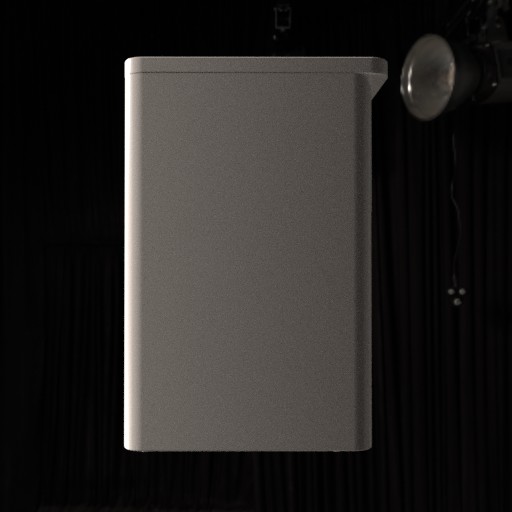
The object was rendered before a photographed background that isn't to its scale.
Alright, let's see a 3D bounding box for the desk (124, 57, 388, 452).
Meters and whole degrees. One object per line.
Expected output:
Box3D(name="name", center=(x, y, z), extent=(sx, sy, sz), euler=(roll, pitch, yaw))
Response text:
Box3D(name="desk", center=(0.000, 0.000, 1.274), extent=(0.549, 0.800, 0.762), euler=(0, 0, 0))
